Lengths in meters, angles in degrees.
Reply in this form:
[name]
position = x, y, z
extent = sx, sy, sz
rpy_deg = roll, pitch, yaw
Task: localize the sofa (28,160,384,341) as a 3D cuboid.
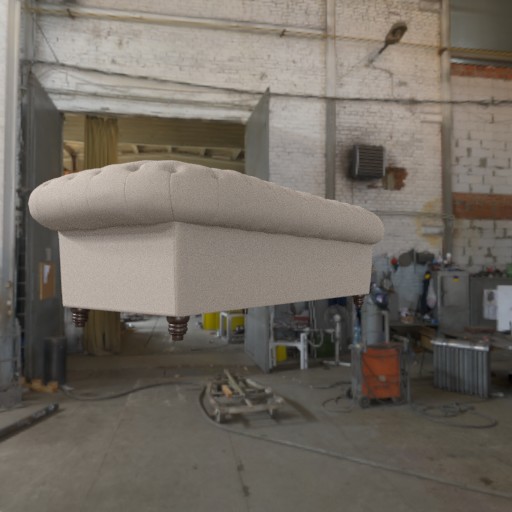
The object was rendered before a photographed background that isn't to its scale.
[sofa]
position = 0.000, 0.000, 2.772
extent = 0.991, 0.749, 2.411
rpy_deg = -1, -2, 36
